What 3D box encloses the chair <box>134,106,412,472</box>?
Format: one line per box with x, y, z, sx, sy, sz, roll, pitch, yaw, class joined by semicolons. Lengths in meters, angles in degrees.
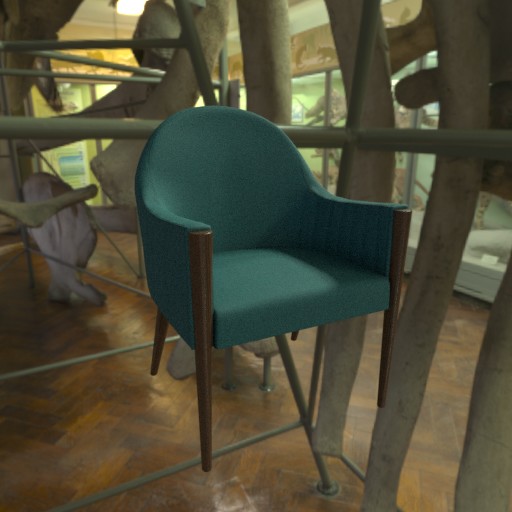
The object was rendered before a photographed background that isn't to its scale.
0.000;0.000;1.371;0.656;0.907;0.652;-8;18;-26;chair
